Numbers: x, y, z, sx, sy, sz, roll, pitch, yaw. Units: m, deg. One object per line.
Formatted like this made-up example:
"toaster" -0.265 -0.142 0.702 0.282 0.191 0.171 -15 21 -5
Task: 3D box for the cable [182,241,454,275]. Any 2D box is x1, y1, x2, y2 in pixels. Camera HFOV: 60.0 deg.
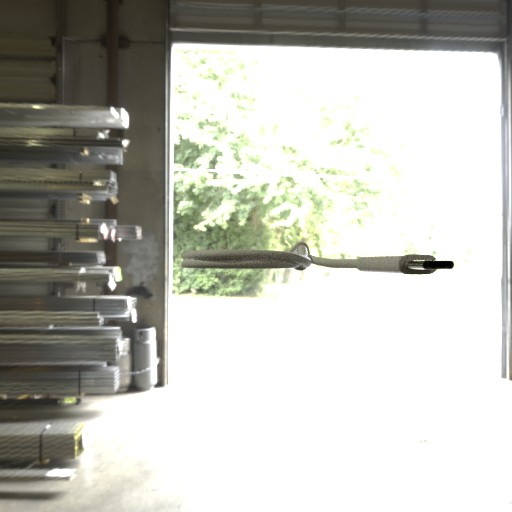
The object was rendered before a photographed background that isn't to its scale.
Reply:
"cable" 0.000 0.000 0.209 0.070 0.014 0.186 0 -1 -17
